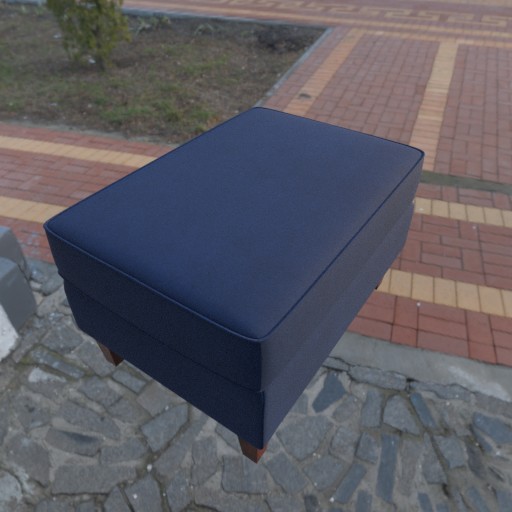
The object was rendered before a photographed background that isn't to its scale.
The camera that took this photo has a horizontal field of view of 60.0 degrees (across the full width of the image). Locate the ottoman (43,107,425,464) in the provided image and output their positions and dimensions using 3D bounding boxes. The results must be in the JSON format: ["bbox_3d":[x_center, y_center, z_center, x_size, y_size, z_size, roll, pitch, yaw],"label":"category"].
[{"bbox_3d":[0.000,0.000,1.403,0.686,0.584,0.965,24,45,26],"label":"ottoman"}]
